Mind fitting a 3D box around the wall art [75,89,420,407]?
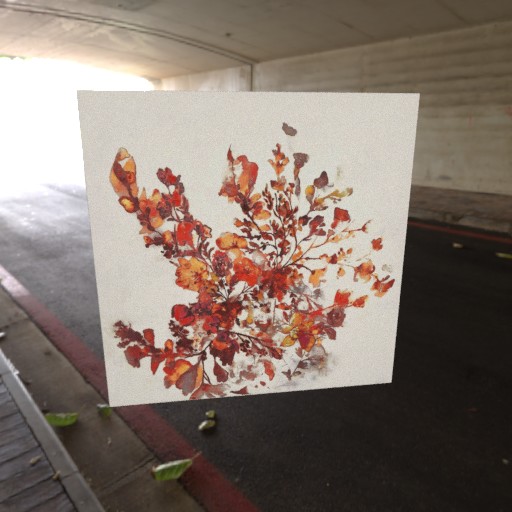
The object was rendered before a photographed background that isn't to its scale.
[{"bbox_3d":[0.000,0.000,1.451,1.009,1.009,0.049,-2,17,-8],"label":"wall art"}]
